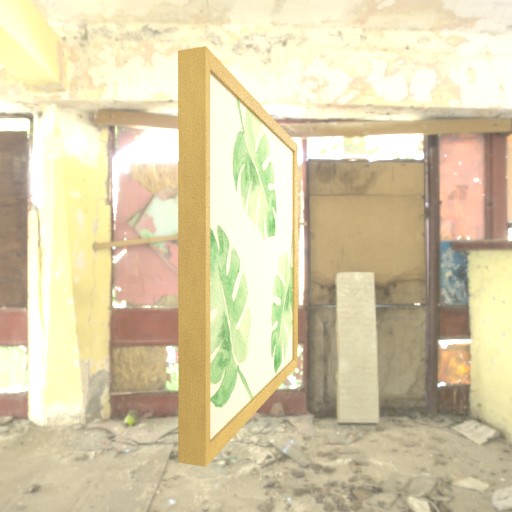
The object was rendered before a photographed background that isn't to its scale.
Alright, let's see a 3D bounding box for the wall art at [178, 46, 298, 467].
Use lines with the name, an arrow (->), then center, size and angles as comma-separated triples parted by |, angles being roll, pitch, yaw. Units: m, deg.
wall art -> 0.000, 0.000, 0.781 | 0.038, 0.508, 0.508 | 0, 0, 18
